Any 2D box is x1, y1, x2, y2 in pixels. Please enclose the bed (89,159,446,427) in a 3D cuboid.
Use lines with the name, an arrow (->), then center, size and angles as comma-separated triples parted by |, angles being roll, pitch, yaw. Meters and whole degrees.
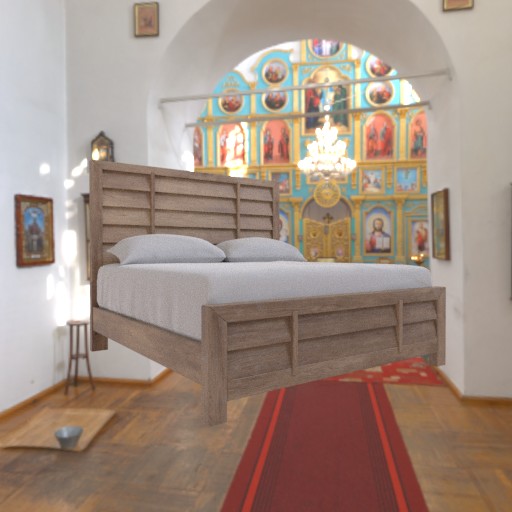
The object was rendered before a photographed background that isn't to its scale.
bed -> 0.000, 0.000, 3.551 | 2.032, 1.626, 2.062 | 0, 1, -36
